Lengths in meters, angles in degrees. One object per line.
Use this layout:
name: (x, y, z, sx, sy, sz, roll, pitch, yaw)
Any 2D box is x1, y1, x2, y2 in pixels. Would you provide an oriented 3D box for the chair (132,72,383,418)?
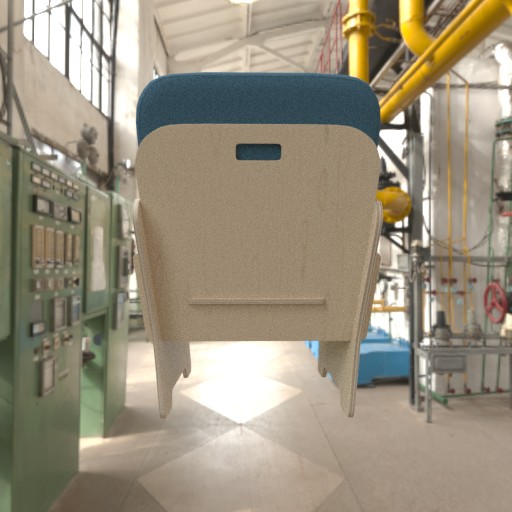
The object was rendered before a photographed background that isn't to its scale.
chair: (0.000, 0.000, 1.199, 0.547, 0.747, 0.657, 0, -1, -1)
